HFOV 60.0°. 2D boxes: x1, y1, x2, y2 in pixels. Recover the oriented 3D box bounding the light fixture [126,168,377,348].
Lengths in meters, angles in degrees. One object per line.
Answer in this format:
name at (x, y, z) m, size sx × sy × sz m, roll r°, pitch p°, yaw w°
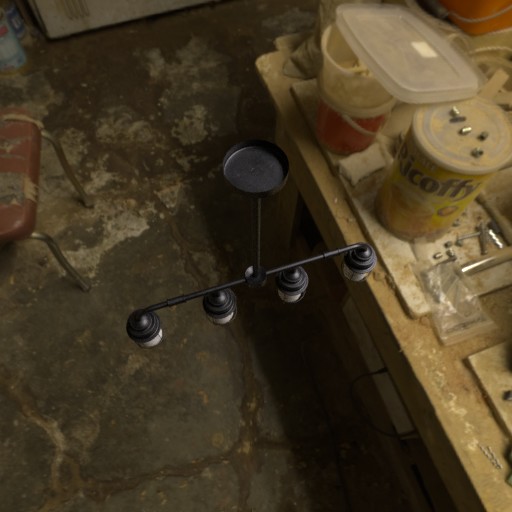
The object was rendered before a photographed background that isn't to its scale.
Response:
light fixture at (0.000, 0.000, 1.224) m, size 0.852 × 0.785 × 0.131 m, roll -17°, pitch 64°, yaw -8°
